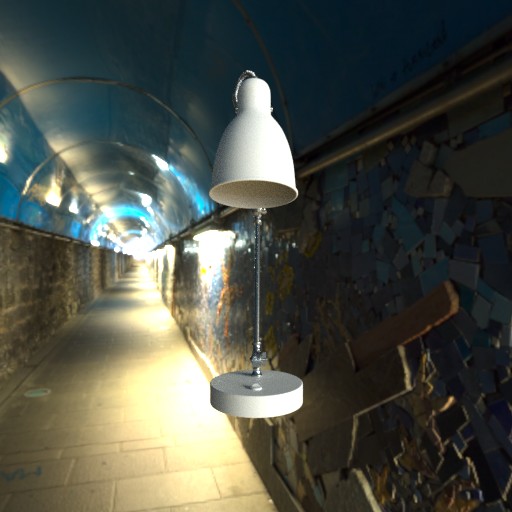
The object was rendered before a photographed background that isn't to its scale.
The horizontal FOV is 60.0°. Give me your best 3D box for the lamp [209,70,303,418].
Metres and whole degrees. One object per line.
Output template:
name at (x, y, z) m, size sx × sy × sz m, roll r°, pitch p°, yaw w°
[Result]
lamp at (0.000, 0.000, 0.865) m, size 0.187 × 0.587 × 0.561 m, roll 0°, pitch 0°, yaw 1°
